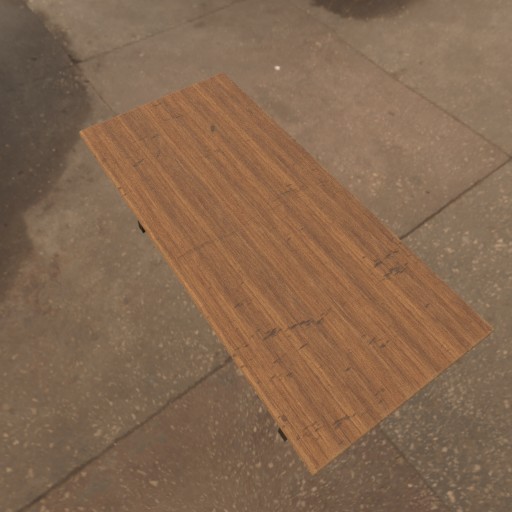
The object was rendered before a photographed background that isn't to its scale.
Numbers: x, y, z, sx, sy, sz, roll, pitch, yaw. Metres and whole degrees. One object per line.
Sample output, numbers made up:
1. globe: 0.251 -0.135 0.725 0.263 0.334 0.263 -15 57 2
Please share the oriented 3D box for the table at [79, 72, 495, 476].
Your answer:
1. table: 0.000 0.000 2.571 1.000 0.757 2.200 -30 62 -18
